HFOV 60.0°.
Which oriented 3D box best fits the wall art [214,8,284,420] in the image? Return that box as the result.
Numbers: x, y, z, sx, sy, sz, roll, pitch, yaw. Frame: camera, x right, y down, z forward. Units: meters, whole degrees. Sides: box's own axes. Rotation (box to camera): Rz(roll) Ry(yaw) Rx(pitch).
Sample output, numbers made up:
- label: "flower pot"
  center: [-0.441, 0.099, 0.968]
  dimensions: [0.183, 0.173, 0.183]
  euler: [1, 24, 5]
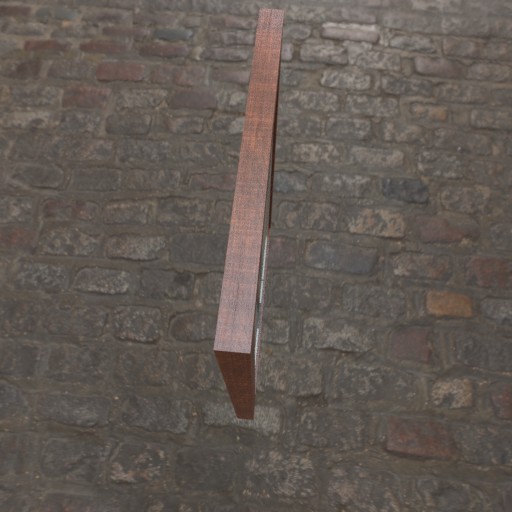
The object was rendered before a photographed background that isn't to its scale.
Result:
- label: "wall art"
  center: [0.000, 0.000, 0.751]
  dimensions: [0.033, 0.567, 0.467]
  euler: [5, 64, 2]
